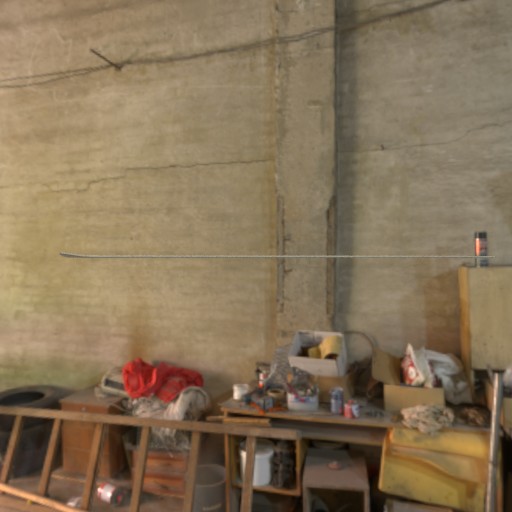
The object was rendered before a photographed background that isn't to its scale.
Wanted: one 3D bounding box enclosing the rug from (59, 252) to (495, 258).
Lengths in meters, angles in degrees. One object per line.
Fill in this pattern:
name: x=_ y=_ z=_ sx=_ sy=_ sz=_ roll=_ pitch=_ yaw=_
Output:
rug: x=0.000 y=0.000 z=3.834 sx=2.897 sy=0.035 sz=2.277 roll=0 pitch=0 yaw=-18
